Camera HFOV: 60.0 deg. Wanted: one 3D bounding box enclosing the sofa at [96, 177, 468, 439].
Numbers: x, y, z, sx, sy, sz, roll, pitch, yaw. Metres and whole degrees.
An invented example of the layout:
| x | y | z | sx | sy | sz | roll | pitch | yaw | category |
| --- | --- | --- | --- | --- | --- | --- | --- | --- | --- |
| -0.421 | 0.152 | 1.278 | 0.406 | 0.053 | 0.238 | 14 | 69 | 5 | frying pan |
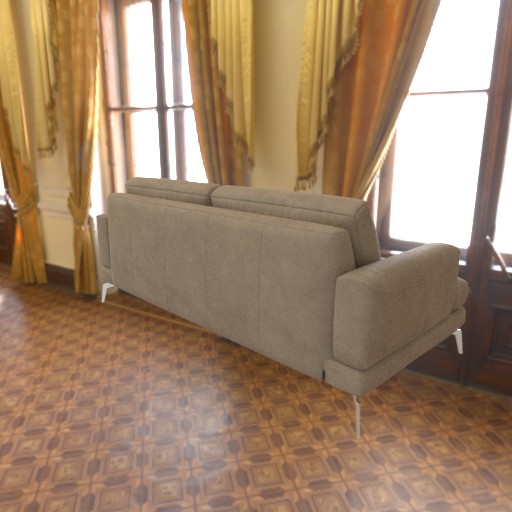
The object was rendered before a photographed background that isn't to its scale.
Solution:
| x | y | z | sx | sy | sz | roll | pitch | yaw | category |
| --- | --- | --- | --- | --- | --- | --- | --- | --- | --- |
| 0.000 | 0.000 | 2.488 | 0.980 | 0.830 | 2.013 | -14 | 20 | -43 | sofa |
